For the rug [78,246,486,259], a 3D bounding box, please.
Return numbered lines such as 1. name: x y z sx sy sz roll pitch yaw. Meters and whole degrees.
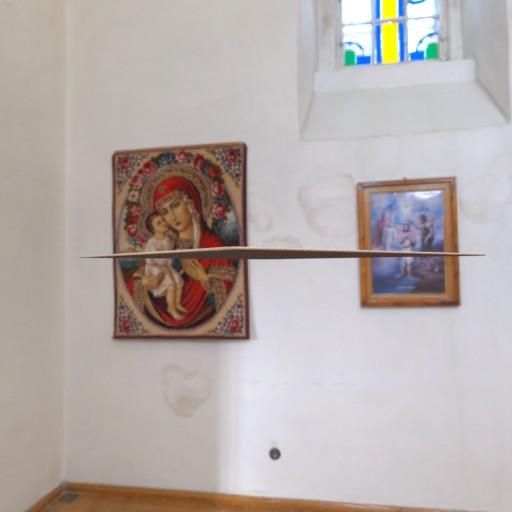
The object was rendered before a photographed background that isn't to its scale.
1. rug: 0.000 0.000 4.139 2.462 0.018 3.039 1 -1 -36
